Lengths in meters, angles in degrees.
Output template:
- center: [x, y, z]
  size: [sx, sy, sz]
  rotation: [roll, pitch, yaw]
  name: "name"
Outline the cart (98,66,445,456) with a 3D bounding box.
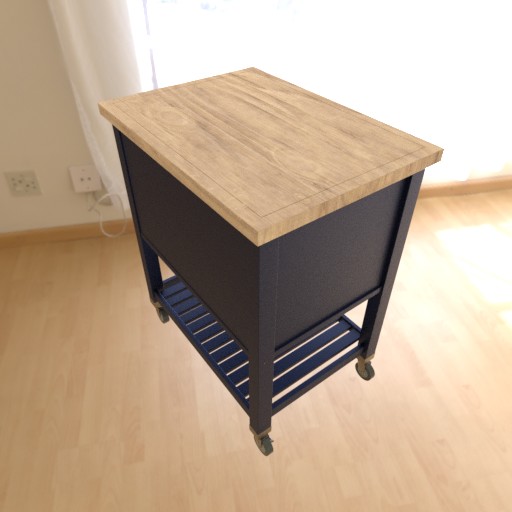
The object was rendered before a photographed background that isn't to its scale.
- center: [0.000, 0.000, 1.480]
  size: [0.567, 0.920, 0.797]
  rotation: [-25, 46, -27]
  name: "cart"
